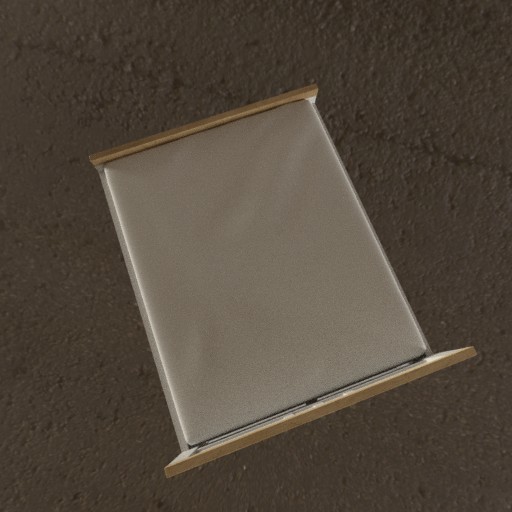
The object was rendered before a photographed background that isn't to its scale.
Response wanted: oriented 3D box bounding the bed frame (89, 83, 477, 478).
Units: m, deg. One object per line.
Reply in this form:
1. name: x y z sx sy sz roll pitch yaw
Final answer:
1. bed frame: 0.000 0.000 2.938 1.670 0.980 2.050 -19 75 -6
